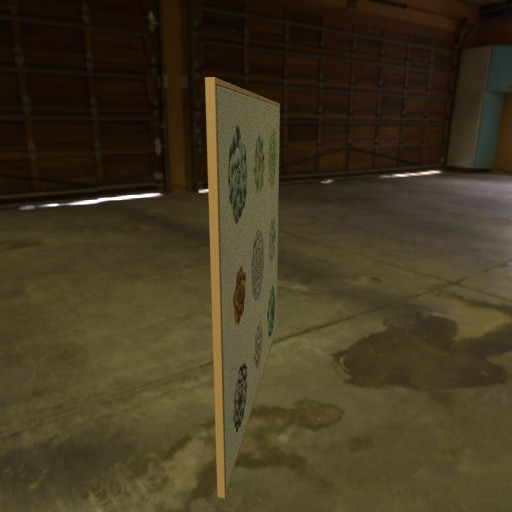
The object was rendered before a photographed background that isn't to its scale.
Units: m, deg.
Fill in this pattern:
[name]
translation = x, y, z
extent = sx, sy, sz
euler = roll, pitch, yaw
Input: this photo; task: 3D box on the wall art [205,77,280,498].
[wall art]
translation = 0.000, 0.000, 0.961
extent = 0.014, 0.655, 0.657
euler = 3, 16, 10
